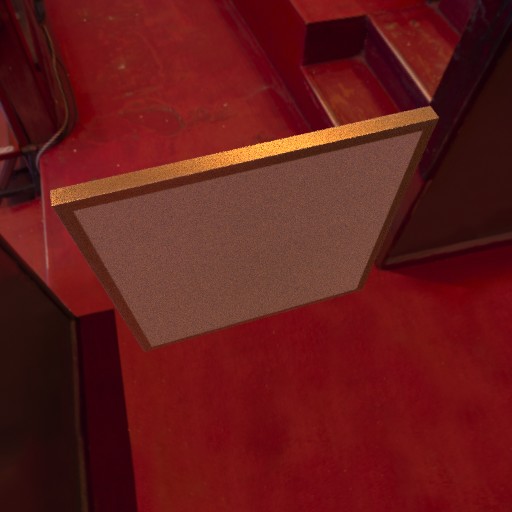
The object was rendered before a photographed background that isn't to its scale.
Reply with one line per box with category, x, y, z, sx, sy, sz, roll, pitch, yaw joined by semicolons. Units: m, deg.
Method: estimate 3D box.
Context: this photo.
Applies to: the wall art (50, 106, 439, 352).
wall art;0.000;0.000;1.169;0.762;0.760;0.037;-15;60;-9
